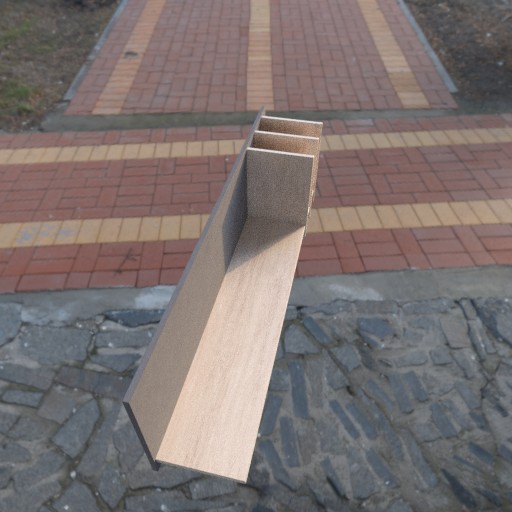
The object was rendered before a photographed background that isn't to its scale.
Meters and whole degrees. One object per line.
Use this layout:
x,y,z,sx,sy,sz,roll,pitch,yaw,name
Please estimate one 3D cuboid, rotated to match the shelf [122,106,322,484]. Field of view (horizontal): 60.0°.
0.000,0.000,1.142,0.200,0.300,1.020,9,46,9,shelf
